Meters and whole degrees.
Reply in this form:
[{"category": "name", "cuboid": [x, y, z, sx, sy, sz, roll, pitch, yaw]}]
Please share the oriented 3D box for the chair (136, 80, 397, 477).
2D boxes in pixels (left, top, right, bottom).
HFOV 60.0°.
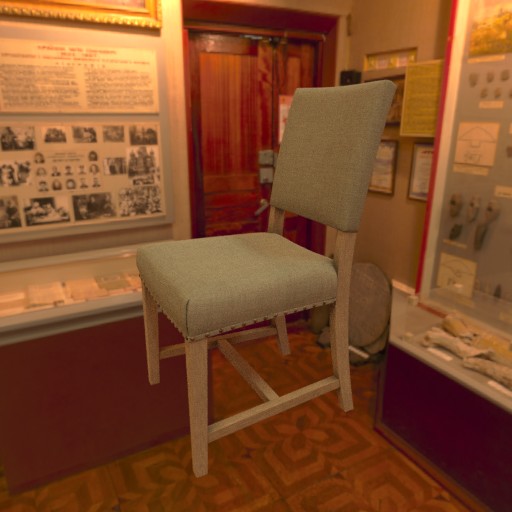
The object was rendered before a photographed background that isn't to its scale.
[{"category": "chair", "cuboid": [0.000, 0.000, 1.345, 0.622, 0.986, 0.508, -9, 20, -26]}]
